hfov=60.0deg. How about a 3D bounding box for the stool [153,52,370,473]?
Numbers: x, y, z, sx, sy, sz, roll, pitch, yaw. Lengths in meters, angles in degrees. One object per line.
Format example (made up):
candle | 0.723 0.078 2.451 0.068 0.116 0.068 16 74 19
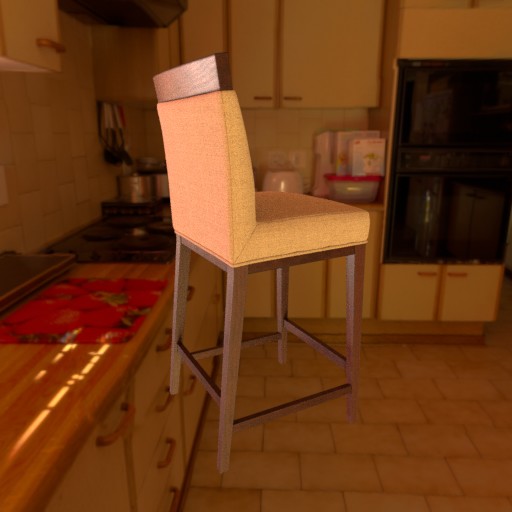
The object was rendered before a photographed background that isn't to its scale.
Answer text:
stool | 0.000 0.000 1.301 0.480 1.011 0.463 -8 18 -27
